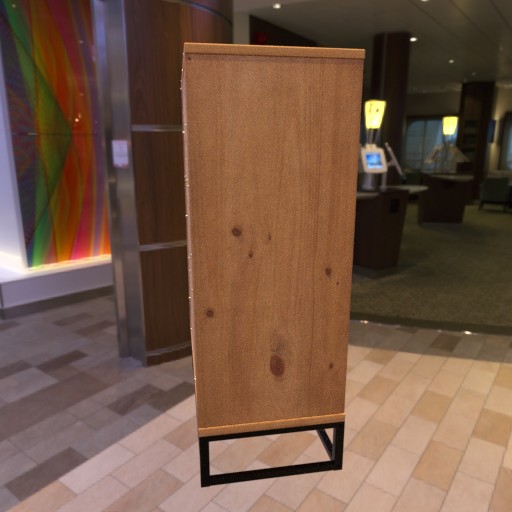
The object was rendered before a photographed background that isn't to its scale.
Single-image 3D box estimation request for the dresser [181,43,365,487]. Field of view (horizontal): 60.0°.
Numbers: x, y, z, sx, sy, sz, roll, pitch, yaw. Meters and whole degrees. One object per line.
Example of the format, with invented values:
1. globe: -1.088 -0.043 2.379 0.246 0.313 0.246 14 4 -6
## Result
1. dresser: 0.000 0.000 1.591 0.479 1.240 0.761 -2 14 -10
